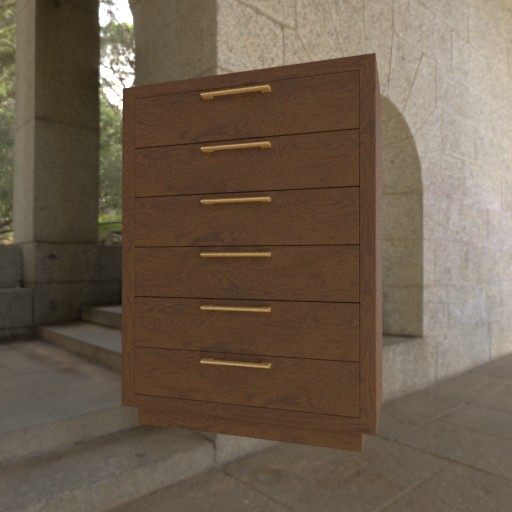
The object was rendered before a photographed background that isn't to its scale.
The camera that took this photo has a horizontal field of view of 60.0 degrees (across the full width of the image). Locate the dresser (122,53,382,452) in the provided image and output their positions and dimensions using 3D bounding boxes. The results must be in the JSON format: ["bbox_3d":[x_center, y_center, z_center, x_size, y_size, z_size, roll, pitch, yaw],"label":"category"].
[{"bbox_3d":[0.000,0.000,1.798,0.964,1.320,0.516,0,-1,18],"label":"dresser"}]
